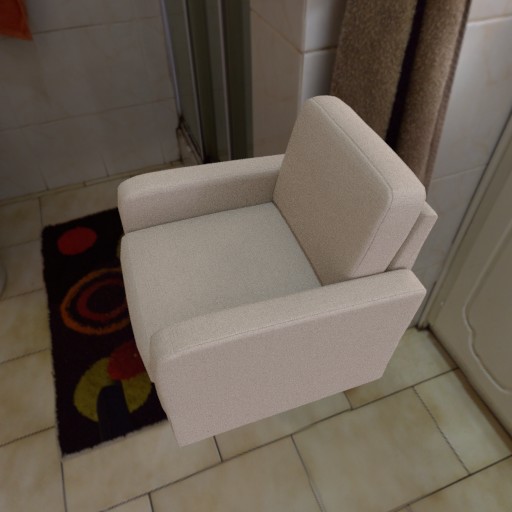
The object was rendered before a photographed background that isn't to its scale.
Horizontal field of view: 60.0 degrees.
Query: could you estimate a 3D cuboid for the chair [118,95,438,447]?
[{"bbox_3d":[0.000,0.000,1.502,0.888,0.827,0.755,-14,49,-13],"label":"chair"}]
